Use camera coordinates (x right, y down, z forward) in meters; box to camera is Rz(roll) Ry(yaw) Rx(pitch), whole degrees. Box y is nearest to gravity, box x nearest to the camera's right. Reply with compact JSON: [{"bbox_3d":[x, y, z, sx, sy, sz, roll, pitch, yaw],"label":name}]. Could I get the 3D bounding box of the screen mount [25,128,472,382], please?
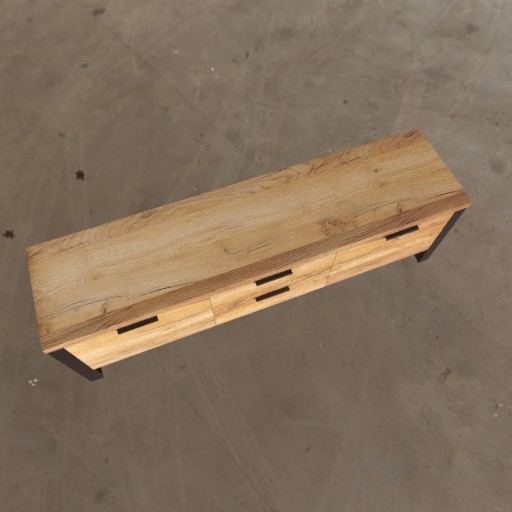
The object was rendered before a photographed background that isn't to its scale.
[{"bbox_3d":[0.000,0.000,1.742,1.524,0.450,0.395,-19,64,-9],"label":"screen mount"}]
